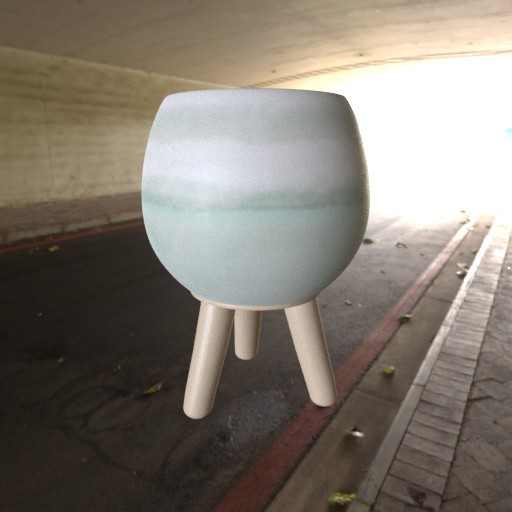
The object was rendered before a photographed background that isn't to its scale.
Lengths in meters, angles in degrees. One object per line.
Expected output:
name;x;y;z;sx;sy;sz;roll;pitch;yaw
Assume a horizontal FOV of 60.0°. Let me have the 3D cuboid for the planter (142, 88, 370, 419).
planter;0.000;0.000;0.333;0.161;0.224;0.161;0;14;0
